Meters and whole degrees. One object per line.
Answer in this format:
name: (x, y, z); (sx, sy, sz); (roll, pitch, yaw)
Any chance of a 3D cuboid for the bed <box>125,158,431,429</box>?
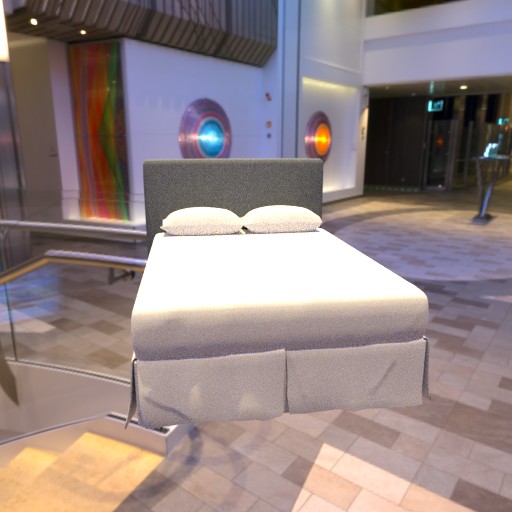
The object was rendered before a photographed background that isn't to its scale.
bed: (0.000, 0.000, 3.247); (1.723, 1.330, 2.142); (-2, 15, -9)
